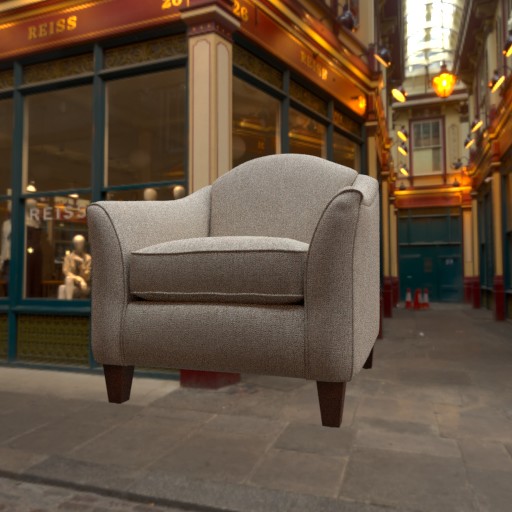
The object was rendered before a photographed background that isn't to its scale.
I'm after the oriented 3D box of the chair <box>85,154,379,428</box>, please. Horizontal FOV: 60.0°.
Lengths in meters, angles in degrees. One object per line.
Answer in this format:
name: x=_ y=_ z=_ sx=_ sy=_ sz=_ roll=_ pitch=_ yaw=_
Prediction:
chair: x=0.000 y=0.000 z=1.469 sx=0.763 sy=0.839 sz=0.787 roll=-1 pitch=-2 yaw=18
